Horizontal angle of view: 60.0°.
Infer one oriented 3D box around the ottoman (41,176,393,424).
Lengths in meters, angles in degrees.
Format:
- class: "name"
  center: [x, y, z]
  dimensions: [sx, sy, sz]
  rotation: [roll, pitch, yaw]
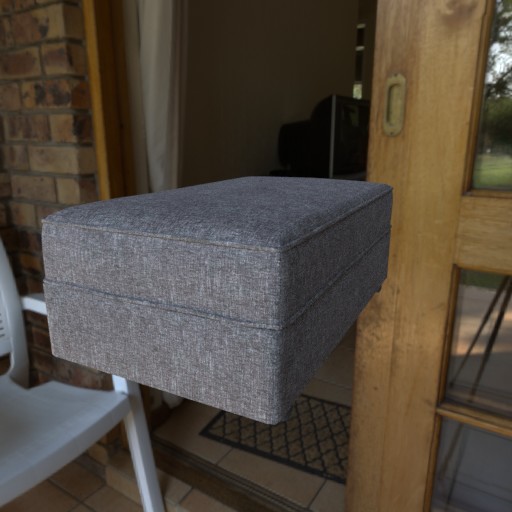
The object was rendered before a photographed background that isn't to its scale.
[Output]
- class: "ottoman"
  center: [0.000, 0.000, 1.531]
  dimensions: [0.717, 0.487, 1.184]
  rotation: [8, 17, 26]
